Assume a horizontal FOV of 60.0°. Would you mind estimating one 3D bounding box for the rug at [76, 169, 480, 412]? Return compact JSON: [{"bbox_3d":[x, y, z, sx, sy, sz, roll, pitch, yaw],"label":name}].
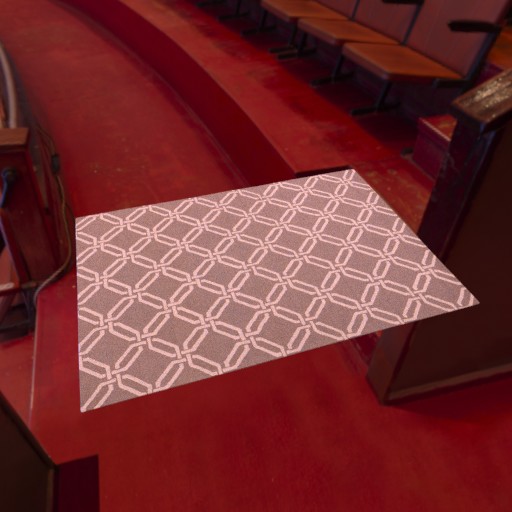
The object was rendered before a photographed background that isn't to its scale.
[{"bbox_3d":[0.000,0.000,4.422,3.419,0.020,2.441,-12,43,-13],"label":"rug"}]
